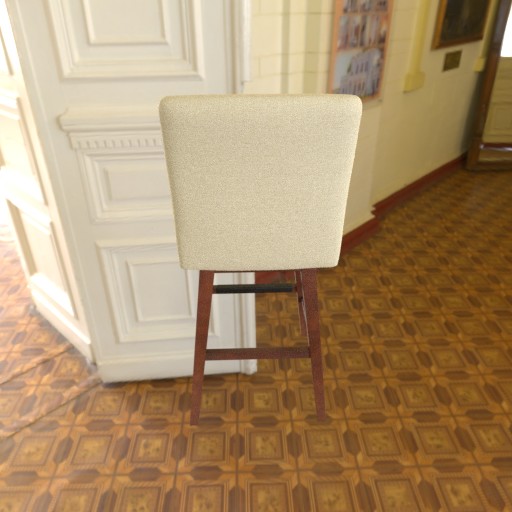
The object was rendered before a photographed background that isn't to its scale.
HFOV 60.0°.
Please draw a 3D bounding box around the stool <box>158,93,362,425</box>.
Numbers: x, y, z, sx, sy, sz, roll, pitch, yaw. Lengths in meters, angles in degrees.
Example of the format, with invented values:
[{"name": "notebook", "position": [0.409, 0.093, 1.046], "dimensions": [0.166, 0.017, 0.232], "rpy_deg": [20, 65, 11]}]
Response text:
[{"name": "stool", "position": [0.000, 0.000, 1.444], "dimensions": [0.470, 1.097, 0.559], "rpy_deg": [-1, 30, -2]}]
